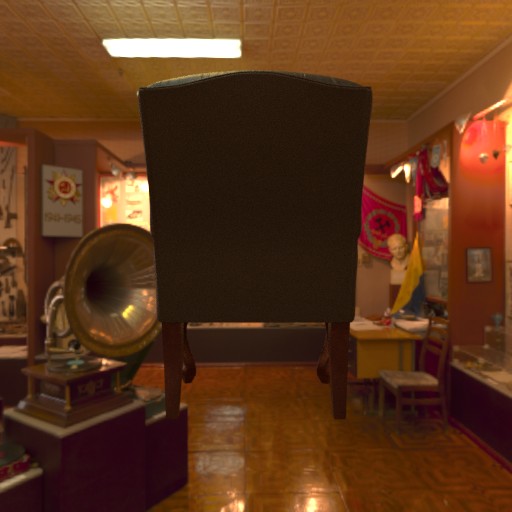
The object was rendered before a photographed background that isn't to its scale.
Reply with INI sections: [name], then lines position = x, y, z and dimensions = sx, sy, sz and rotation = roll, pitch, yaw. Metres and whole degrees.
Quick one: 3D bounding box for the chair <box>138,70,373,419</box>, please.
[chair]
position = 0.000, 0.000, 1.631
dimensions = 0.838, 1.111, 0.762
rotation = 0, 0, 0
